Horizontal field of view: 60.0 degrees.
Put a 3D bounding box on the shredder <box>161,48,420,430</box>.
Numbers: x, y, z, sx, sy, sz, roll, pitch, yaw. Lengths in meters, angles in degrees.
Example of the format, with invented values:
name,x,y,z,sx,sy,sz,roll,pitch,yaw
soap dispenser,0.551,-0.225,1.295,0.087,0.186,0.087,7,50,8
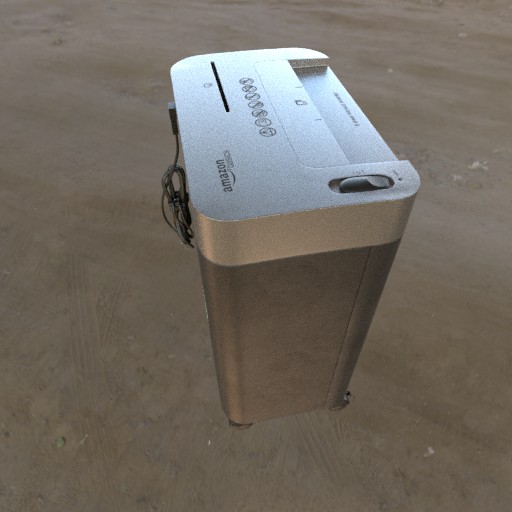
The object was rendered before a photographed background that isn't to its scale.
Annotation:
name,x,y,z,sx,sy,sz,roll,pitch,yaw
shredder,0.000,0.000,0.594,0.237,0.419,0.311,-8,47,-8
